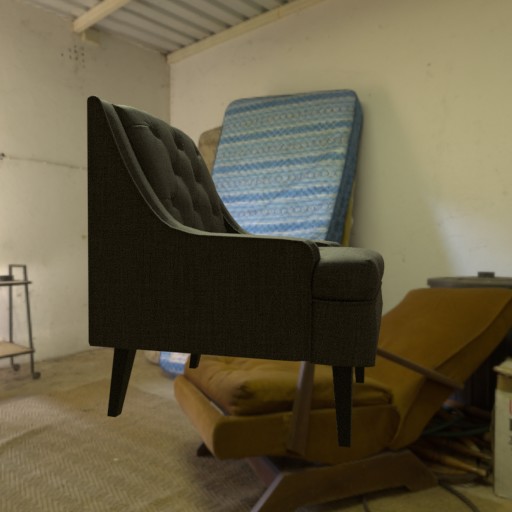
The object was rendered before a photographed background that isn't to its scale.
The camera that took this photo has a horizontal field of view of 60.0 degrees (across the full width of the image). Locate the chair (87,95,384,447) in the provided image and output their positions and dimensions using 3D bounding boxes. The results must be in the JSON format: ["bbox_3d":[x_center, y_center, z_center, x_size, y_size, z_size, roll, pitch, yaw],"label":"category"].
[{"bbox_3d":[0.000,0.000,1.390,0.771,0.891,0.655,0,1,17],"label":"chair"}]
